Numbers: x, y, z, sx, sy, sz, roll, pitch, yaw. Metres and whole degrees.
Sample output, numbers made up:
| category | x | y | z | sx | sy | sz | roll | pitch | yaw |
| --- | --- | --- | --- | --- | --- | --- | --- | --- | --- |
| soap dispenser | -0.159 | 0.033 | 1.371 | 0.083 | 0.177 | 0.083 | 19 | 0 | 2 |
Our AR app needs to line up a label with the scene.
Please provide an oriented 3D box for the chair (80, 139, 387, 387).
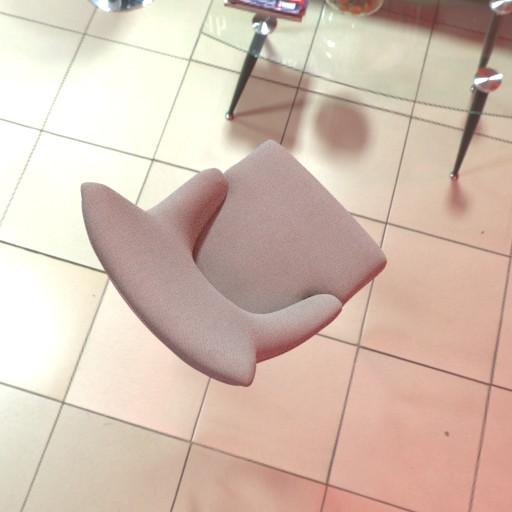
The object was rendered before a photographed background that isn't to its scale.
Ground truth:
| category | x | y | z | sx | sy | sz | roll | pitch | yaw |
| --- | --- | --- | --- | --- | --- | --- | --- | --- | --- |
| chair | 0.000 | 0.000 | 1.299 | 0.629 | 0.909 | 0.566 | -40 | 79 | -9 |
